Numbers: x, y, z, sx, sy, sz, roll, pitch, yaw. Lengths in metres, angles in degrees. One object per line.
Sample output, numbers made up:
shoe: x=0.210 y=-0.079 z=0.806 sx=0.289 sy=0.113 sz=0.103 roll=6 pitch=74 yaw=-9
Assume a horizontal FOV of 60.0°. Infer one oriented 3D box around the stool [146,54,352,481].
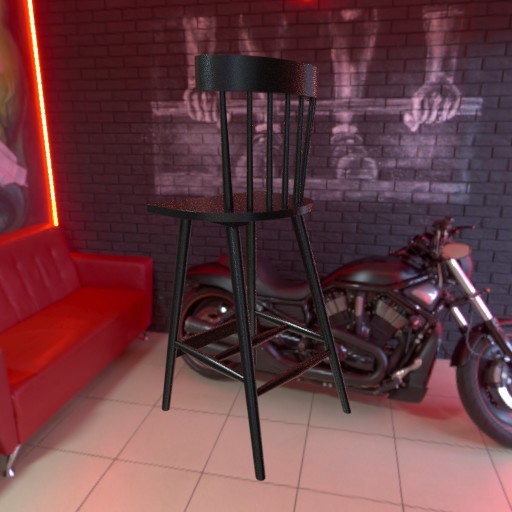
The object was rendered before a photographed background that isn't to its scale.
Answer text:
stool: x=0.000 y=0.000 z=1.374 sx=0.483 sy=1.092 sz=0.482 roll=14 pitch=21 yaw=43
